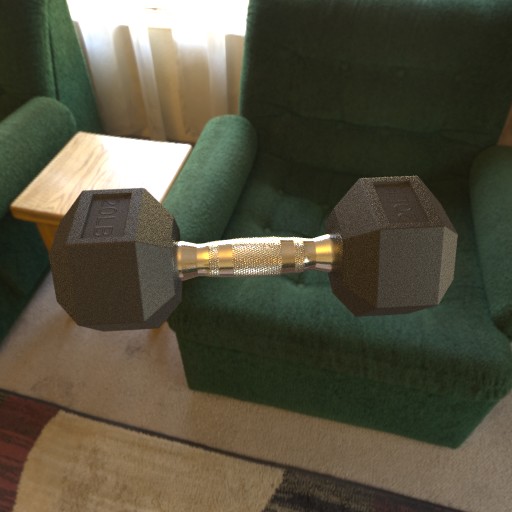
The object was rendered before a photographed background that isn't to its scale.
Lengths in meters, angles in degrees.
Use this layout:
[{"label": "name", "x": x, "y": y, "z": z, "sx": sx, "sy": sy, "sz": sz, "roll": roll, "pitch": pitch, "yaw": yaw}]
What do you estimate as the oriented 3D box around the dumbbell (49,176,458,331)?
[{"label": "dumbbell", "x": 0.000, "y": 0.000, "z": 0.355, "sx": 0.297, "sy": 0.101, "sz": 0.116, "roll": -3, "pitch": 46, "yaw": -3}]
